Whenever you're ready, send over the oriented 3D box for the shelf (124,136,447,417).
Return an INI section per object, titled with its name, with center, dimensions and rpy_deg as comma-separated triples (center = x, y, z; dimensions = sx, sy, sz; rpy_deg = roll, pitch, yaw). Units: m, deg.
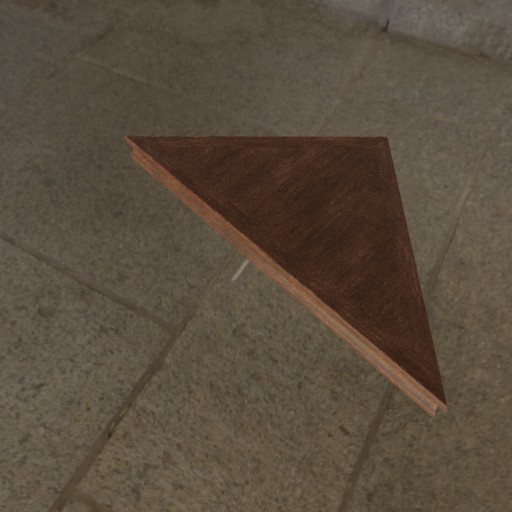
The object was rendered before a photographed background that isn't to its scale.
[shelf]
center = 0.000, 0.000, 0.434
dimensions = 0.296, 0.035, 0.296
rpy_deg = 0, 58, 0
